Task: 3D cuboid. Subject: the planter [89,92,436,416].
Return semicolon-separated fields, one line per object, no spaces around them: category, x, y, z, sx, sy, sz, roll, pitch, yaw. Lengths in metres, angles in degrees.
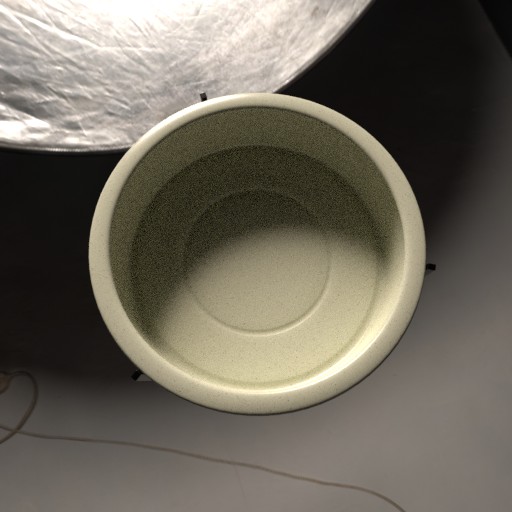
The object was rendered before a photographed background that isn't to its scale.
planter;0.000;0.000;0.522;0.336;0.171;0.345;-19;75;-5
